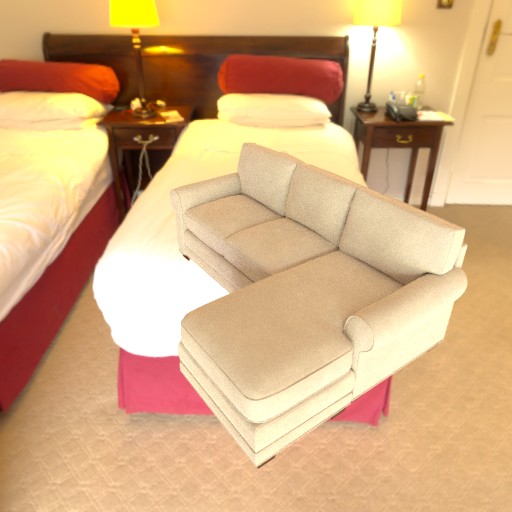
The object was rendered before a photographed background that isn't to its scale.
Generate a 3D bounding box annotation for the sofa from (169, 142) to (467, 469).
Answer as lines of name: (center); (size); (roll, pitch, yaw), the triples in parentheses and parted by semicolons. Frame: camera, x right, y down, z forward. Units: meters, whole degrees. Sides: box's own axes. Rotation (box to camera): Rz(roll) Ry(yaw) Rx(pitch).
sofa: (0.000, 0.000, 2.392); (1.226, 0.734, 1.770); (-20, 37, -30)
